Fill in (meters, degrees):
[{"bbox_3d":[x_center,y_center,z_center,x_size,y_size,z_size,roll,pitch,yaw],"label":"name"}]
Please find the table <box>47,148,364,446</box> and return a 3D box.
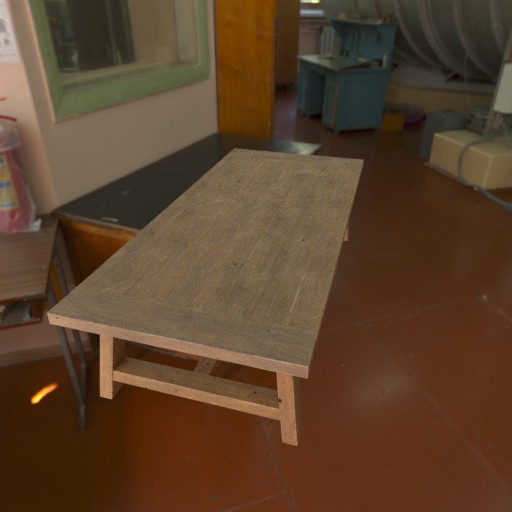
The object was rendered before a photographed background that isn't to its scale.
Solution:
[{"bbox_3d":[0.000,0.000,2.134,0.820,0.465,1.800,8,31,14],"label":"table"}]
